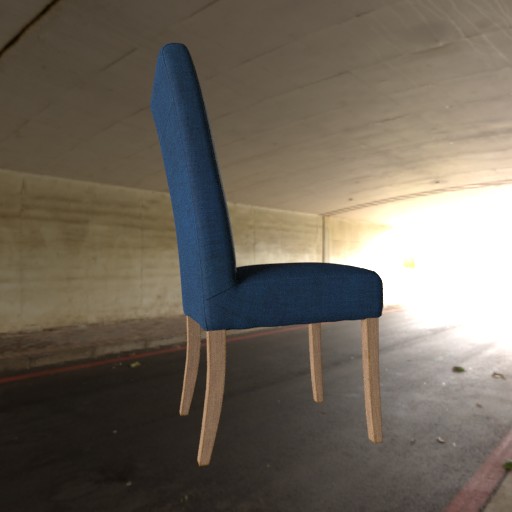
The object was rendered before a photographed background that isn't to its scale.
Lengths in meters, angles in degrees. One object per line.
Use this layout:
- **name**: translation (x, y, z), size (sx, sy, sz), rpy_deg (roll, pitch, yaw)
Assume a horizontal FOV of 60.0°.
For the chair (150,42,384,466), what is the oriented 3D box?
- **chair**: translation (0.000, 0.000, 1.339), size (0.610, 1.029, 0.450), rpy_deg (0, -1, -16)
